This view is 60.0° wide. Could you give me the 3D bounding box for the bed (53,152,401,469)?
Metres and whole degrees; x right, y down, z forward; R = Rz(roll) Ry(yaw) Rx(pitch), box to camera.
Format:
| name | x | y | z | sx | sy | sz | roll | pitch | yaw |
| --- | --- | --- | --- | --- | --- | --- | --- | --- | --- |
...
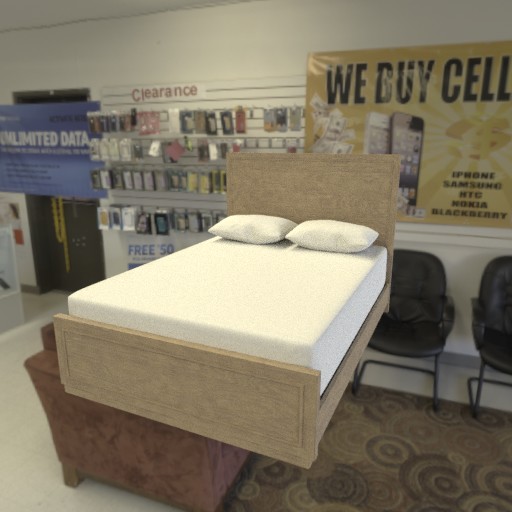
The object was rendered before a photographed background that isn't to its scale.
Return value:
| name | x | y | z | sx | sy | sz | roll | pitch | yaw |
| --- | --- | --- | --- | --- | --- | --- | --- | --- | --- |
| bed | 0.000 | 0.000 | 3.170 | 1.606 | 1.369 | 2.189 | 7 | 16 | 24 |
